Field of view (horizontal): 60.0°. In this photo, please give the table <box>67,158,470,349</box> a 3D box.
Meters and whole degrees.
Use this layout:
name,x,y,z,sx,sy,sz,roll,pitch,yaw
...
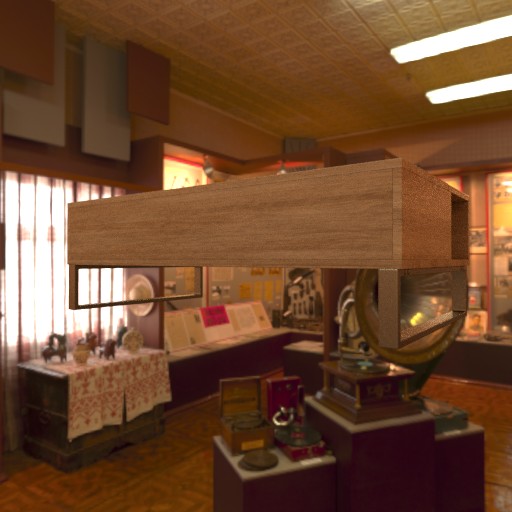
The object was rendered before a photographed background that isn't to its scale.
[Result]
name,x,y,z,sx,sy,sz,roll,pitch,yaw
table,0.000,0.000,1.372,1.100,0.350,0.600,0,-1,36
